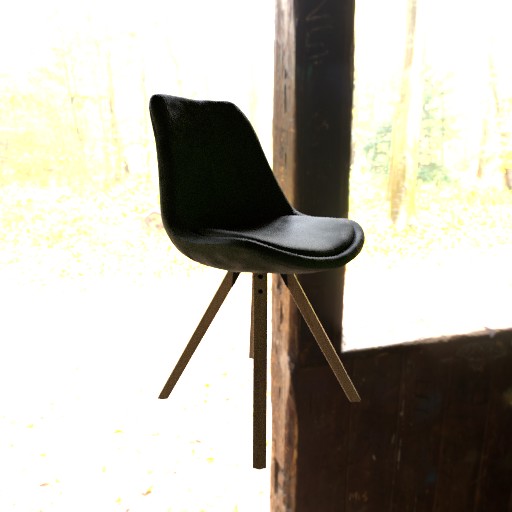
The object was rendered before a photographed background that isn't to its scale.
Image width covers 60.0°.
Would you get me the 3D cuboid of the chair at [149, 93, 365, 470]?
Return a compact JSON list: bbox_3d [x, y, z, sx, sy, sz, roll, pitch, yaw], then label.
[{"bbox_3d":[0.000,0.000,1.210,0.547,0.865,0.483,12,18,43],"label":"chair"}]
